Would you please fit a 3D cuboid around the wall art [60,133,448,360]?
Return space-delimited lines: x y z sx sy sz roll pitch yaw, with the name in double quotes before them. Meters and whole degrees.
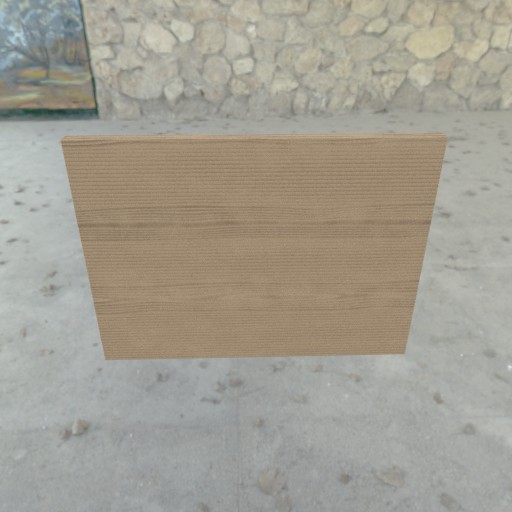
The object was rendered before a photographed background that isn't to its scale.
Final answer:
"wall art" 0.000 0.000 1.129 0.841 0.609 0.063 -1 28 -2
